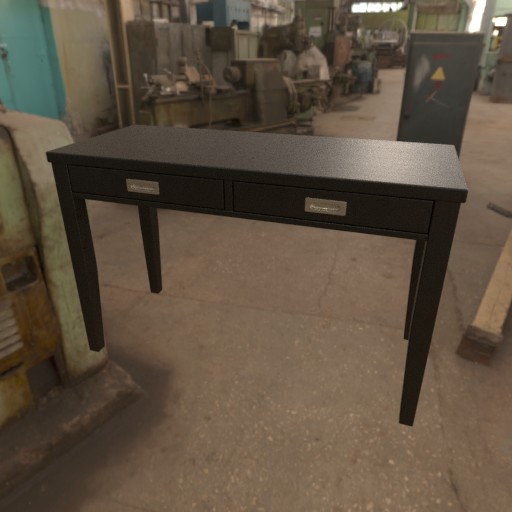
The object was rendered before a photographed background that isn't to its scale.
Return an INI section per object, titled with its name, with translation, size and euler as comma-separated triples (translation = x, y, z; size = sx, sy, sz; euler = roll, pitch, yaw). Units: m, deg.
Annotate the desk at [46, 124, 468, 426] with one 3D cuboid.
[desk]
translation = 0.000, 0.000, 1.599
size = 1.220, 0.775, 0.508
euler = 8, 28, 16
